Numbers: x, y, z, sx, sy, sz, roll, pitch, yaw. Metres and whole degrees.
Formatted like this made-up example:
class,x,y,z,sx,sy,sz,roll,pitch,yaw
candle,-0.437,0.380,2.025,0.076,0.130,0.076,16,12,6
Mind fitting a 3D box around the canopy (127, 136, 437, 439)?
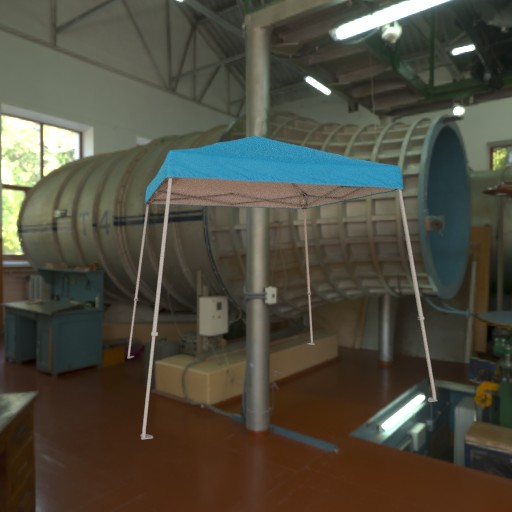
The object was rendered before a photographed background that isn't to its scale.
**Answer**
class,x,y,z,sx,sy,sz,roll,pitch,yaw
canopy,0.000,0.000,5.278,2.848,2.849,2.849,0,1,-18
